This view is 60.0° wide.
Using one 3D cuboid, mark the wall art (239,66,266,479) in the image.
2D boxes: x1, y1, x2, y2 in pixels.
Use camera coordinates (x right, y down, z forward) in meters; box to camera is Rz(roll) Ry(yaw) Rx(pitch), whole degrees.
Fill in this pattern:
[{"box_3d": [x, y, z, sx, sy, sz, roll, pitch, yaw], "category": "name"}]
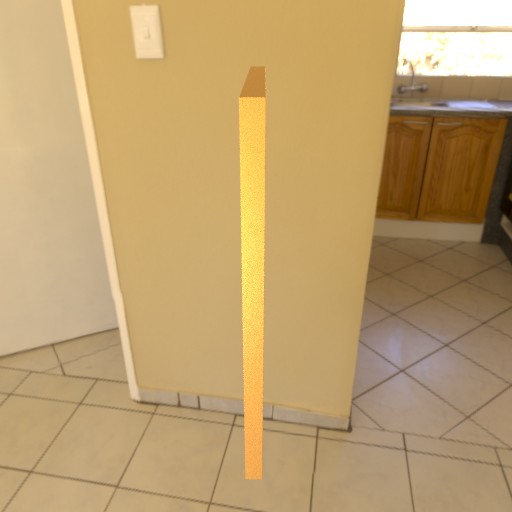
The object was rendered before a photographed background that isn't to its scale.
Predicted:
[{"box_3d": [0.000, 0.000, 1.081, 0.038, 0.812, 0.610, 0, 27, 1], "category": "wall art"}]
